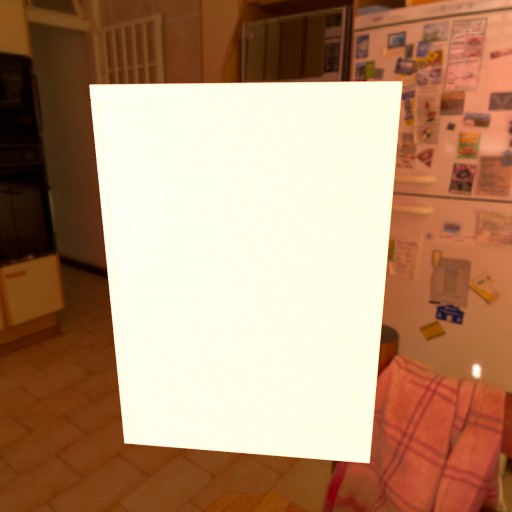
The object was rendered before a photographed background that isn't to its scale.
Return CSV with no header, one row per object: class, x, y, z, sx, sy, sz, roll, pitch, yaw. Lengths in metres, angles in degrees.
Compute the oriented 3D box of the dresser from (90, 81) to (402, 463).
dresser,0.000,0.000,0.810,0.400,0.560,0.360,2,16,6
